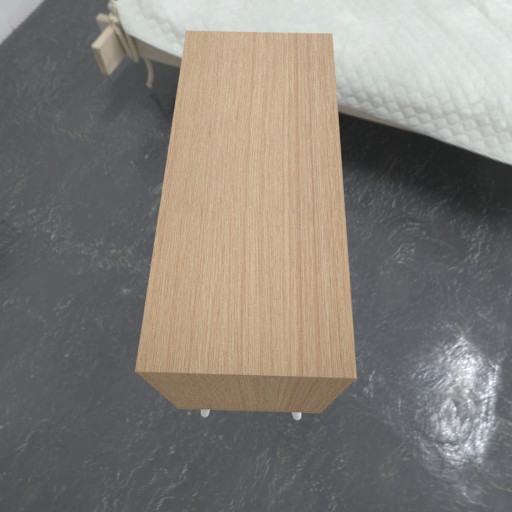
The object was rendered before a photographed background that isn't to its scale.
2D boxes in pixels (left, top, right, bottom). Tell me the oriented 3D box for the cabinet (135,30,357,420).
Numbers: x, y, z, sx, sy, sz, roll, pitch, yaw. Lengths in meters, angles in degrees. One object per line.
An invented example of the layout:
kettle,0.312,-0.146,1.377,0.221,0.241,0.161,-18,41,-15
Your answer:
cabinet,0.000,0.000,1.603,0.470,1.016,1.057,2,63,1
